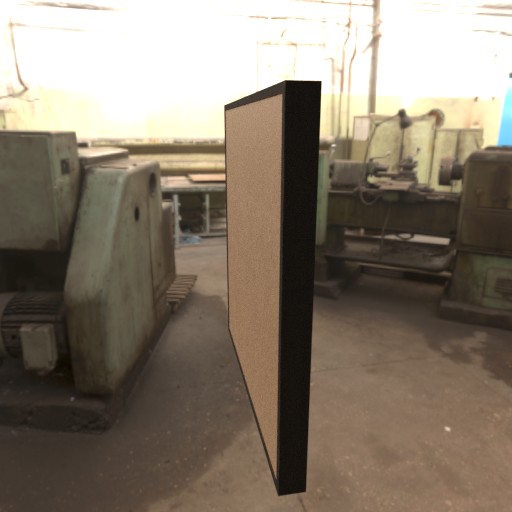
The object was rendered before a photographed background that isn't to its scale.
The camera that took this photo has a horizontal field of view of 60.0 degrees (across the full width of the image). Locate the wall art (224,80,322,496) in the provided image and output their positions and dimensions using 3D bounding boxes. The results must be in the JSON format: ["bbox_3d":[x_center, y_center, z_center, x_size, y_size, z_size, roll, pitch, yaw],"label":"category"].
[{"bbox_3d":[0.000,0.000,0.752,0.038,0.508,0.508,-3,16,-10],"label":"wall art"}]
